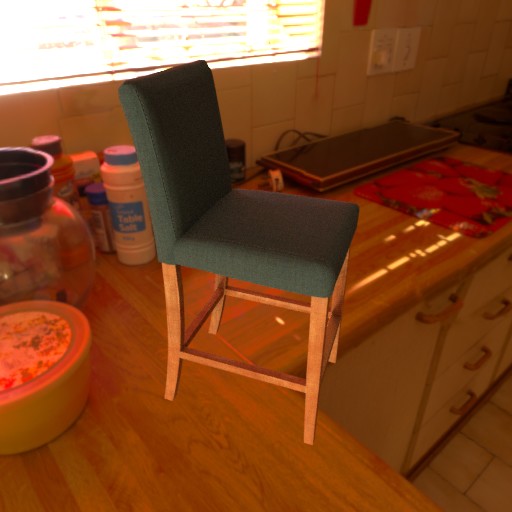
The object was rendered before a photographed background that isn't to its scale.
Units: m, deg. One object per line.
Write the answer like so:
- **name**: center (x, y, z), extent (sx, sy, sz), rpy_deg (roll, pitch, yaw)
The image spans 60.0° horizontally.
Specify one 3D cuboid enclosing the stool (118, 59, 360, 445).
- **stool**: center (0.000, 0.000, 1.411), extent (0.574, 1.088, 0.454), rpy_deg (10, 33, 17)
